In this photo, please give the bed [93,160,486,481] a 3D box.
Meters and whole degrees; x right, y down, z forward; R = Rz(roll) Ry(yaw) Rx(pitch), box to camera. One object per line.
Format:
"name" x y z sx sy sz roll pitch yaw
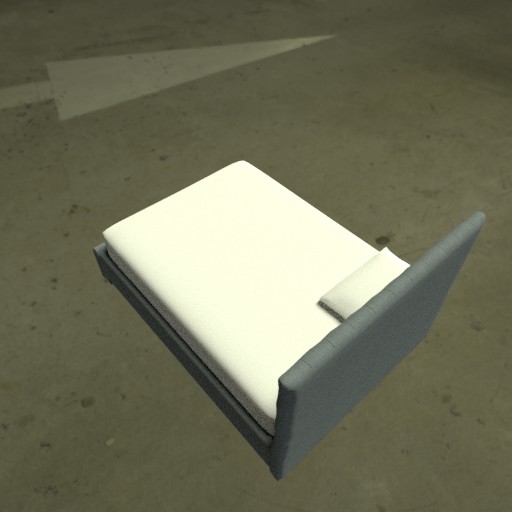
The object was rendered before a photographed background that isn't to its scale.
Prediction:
"bed" 0.000 0.000 3.378 1.698 1.411 2.335 -33 56 -27
